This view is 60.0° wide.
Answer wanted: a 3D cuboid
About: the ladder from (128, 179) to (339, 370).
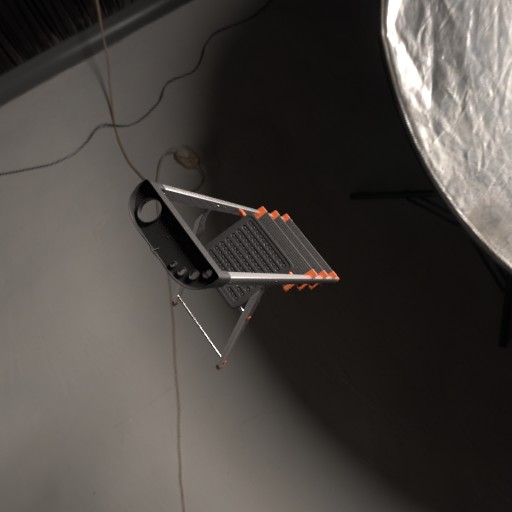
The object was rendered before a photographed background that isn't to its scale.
[{"bbox_3d":[0.000,0.000,1.781,0.834,1.429,0.452,-35,77,-9],"label":"ladder"}]
